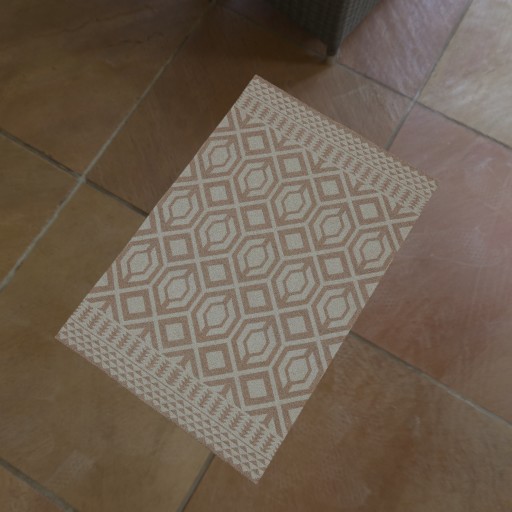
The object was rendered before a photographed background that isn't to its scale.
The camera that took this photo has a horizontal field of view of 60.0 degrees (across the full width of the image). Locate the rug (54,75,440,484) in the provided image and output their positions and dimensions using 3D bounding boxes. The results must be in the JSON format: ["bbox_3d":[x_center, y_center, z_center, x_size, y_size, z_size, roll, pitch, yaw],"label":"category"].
[{"bbox_3d":[0.000,0.000,2.335,1.219,0.008,1.829,33,78,8],"label":"rug"}]
